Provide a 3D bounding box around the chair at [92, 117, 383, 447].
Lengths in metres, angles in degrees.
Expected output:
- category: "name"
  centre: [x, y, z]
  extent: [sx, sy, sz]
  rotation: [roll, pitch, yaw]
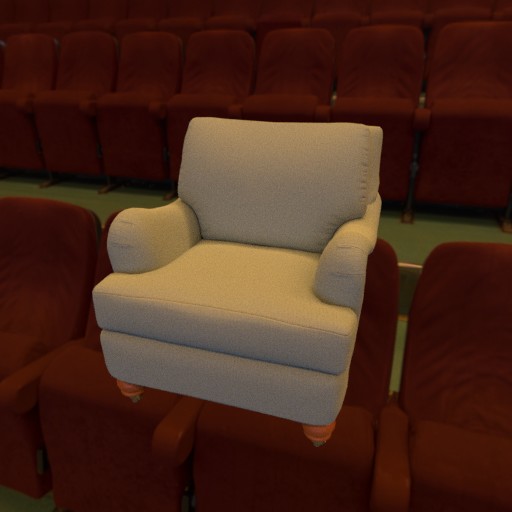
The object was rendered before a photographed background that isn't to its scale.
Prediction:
- category: "chair"
  centre: [0.000, 0.000, 1.863]
  extent: [0.955, 1.038, 1.070]
  rotation: [7, 25, 16]
